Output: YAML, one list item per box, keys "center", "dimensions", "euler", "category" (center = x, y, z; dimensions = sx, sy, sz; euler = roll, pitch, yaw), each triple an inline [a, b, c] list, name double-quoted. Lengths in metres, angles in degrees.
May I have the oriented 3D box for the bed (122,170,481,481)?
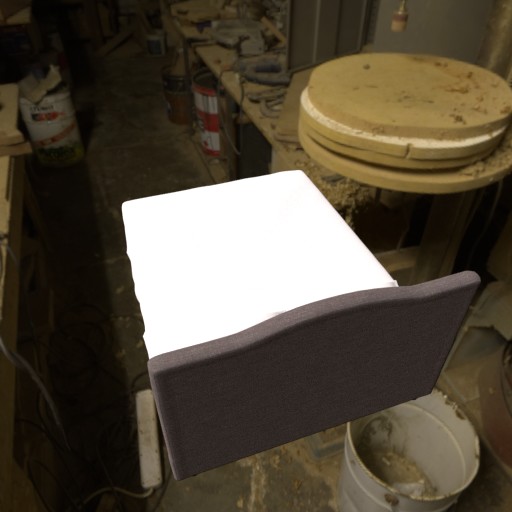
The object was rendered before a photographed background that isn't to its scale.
- center: [0.000, 0.000, 3.840]
  dimensions: [2.161, 1.457, 2.689]
  euler: [-13, 43, -14]
  category: "bed"
